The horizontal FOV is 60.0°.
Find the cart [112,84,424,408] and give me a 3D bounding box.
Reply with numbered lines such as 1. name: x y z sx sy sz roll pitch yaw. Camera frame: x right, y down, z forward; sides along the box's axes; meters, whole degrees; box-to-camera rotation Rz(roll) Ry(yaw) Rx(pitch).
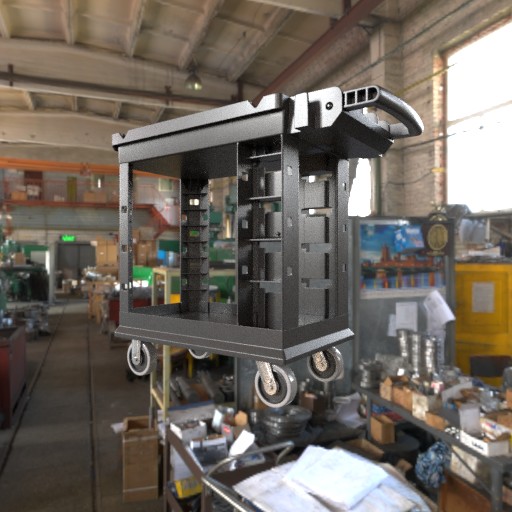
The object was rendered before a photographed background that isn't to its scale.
1. cart: 0.000 0.000 1.543 1.061 0.884 0.497 0 0 35
